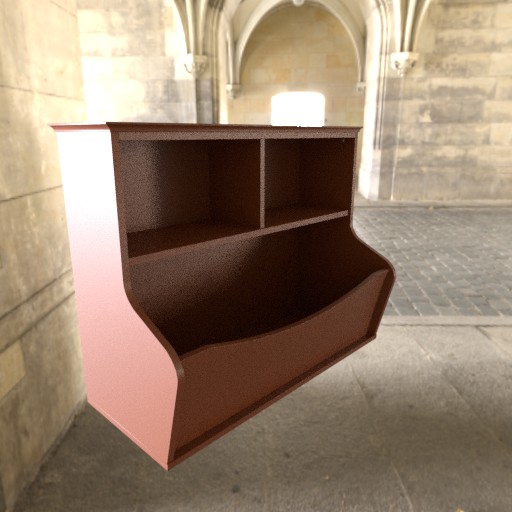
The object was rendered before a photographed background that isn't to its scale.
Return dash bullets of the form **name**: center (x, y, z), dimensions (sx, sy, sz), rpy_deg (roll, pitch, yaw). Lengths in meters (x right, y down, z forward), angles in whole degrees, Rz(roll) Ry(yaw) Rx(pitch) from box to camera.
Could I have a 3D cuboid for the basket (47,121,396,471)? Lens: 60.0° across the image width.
- **basket**: center (0.000, 0.000, 1.103), dimensions (0.376, 0.625, 0.792), rpy_deg (14, 21, 42)
